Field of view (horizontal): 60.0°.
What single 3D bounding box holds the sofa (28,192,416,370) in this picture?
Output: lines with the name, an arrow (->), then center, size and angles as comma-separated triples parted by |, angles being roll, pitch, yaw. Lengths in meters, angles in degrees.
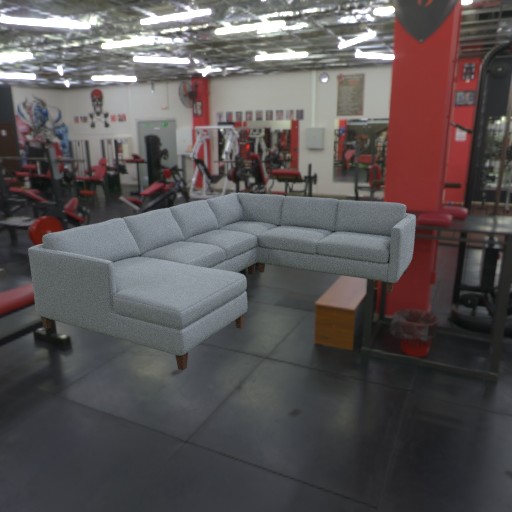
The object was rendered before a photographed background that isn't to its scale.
sofa -> 0.000, 0.000, 4.447 | 2.551, 0.853, 3.238 | 8, 17, 28
